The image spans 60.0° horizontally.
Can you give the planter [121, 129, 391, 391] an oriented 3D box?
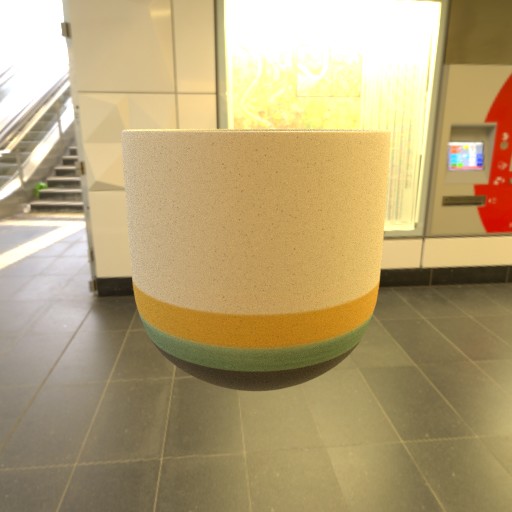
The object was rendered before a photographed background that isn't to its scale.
[{"bbox_3d":[0.000,0.000,0.493,0.268,0.270,0.268,0,16,0],"label":"planter"}]
